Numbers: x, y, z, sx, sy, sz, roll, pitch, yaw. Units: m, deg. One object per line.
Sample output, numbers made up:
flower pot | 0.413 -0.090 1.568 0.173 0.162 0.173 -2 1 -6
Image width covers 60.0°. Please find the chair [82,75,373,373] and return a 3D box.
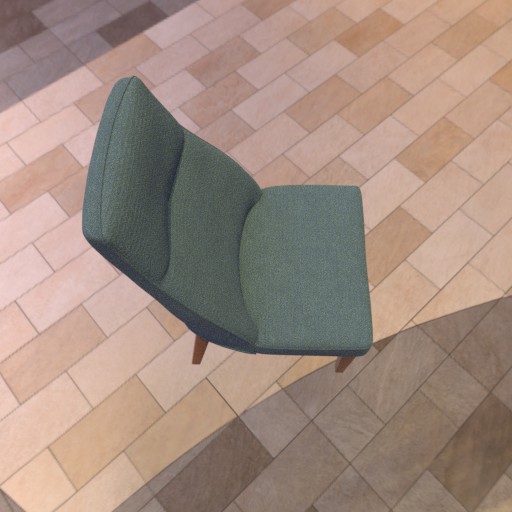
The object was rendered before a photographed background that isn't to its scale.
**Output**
chair | 0.000 0.000 1.222 0.620 0.930 0.500 2 65 1
